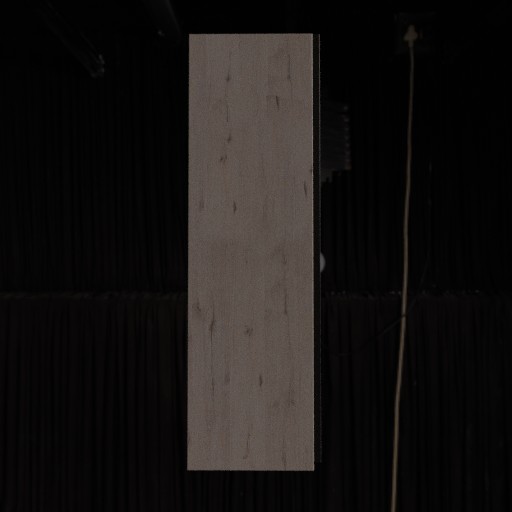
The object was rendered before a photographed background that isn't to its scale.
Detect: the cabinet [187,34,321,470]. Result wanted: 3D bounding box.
[{"bbox_3d":[0.000,0.000,3.463,0.660,2.180,2.500,0,-2,0],"label":"cabinet"}]
